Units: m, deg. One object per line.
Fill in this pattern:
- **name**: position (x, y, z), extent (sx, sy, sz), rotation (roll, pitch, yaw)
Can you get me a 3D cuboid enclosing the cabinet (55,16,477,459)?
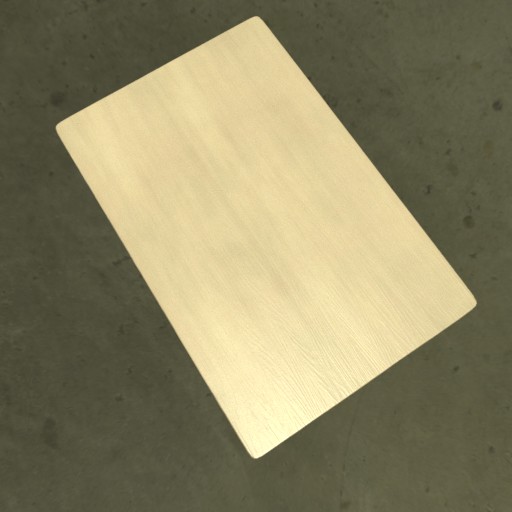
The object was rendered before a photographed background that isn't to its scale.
- **cabinet**: position (0.000, 0.000, 1.237), extent (0.503, 0.762, 0.763), rotation (-32, 79, -7)
